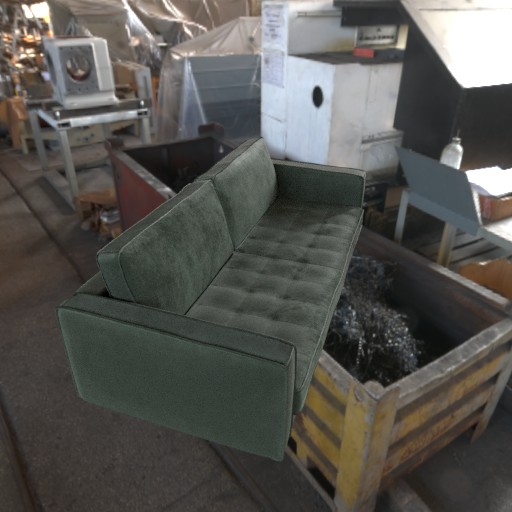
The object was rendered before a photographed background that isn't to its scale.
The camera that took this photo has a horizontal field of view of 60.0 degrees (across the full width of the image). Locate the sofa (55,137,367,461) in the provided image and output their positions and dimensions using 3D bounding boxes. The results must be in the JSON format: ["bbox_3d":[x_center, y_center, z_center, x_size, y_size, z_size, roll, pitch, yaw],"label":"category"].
[{"bbox_3d":[0.000,0.000,2.234,0.886,0.781,1.816,10,32,17],"label":"sofa"}]
